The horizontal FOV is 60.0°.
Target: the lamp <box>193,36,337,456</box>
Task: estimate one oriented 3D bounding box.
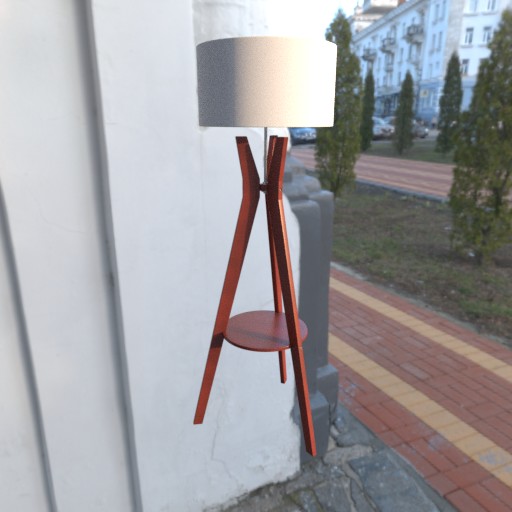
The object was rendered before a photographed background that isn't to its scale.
[{"bbox_3d":[0.000,0.000,1.716,0.542,1.472,0.539,-3,17,-9],"label":"lamp"}]
